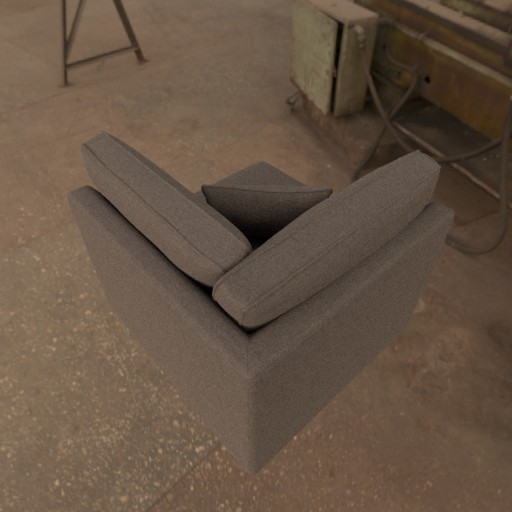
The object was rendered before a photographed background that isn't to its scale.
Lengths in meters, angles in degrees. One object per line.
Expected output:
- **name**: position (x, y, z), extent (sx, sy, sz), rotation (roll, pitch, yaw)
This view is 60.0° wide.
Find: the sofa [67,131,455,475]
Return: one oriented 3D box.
- **sofa**: position (0.000, 0.000, 1.952), extent (1.084, 1.002, 1.146), rotation (-33, 54, -28)
